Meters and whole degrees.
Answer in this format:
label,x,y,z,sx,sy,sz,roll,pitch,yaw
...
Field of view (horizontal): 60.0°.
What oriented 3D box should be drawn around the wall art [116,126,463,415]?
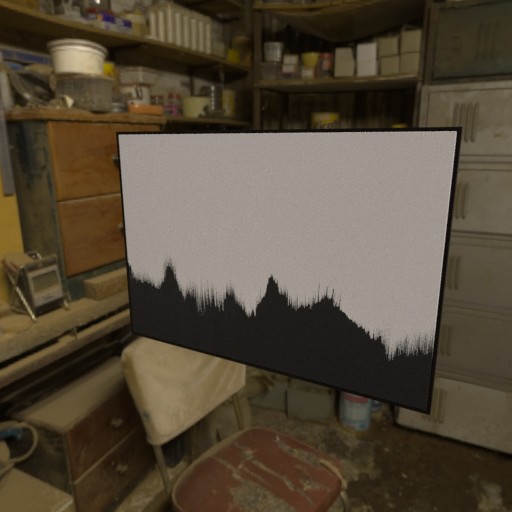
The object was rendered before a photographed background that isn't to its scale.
label,x,y,z,sx,sy,sz,roll,pitch,yaw
wall art,0.000,0.000,1.206,0.957,0.660,0.019,8,16,28
